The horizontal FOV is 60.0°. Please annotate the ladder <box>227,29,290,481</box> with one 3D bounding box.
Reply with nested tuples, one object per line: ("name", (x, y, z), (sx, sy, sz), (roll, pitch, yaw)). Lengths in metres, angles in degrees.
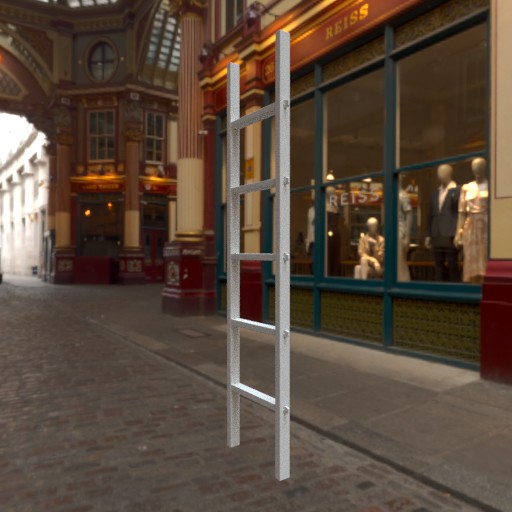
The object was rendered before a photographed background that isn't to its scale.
("ladder", (0.000, 0.000, 1.942), (0.051, 1.797, 0.452), (0, 1, -35))
